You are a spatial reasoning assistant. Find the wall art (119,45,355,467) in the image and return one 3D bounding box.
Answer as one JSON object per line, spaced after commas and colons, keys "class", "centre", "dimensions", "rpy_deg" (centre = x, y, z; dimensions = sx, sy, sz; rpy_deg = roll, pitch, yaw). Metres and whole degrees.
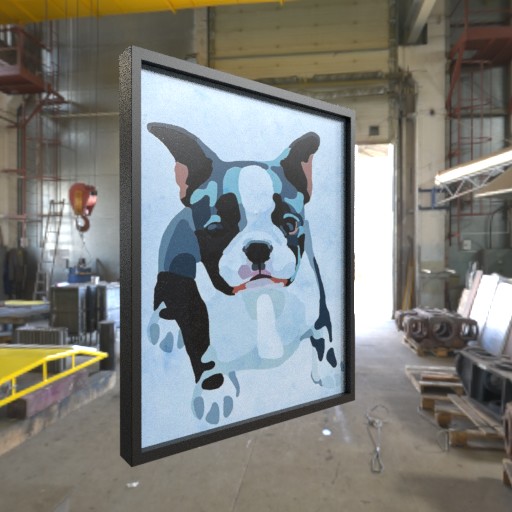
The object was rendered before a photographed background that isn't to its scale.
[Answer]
{"class": "wall art", "centre": [0.000, 0.000, 0.487], "dimensions": [0.294, 0.369, 0.030], "rpy_deg": [0, 0, -37]}
